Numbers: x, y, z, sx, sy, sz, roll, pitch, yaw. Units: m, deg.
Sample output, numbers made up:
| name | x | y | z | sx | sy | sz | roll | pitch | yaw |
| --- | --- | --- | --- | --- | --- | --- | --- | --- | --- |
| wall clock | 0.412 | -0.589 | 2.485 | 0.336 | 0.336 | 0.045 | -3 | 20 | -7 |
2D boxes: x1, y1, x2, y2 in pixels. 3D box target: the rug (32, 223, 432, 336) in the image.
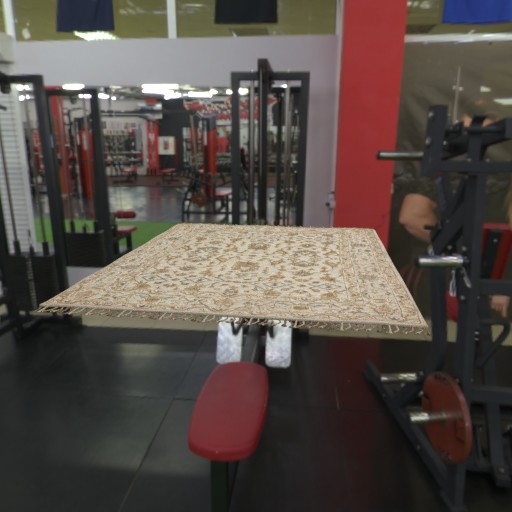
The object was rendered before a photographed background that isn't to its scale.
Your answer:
| name | x | y | z | sx | sy | sz | roll | pitch | yaw |
| --- | --- | --- | --- | --- | --- | --- | --- | --- | --- |
| rug | 0.000 | 0.000 | 4.062 | 2.426 | 0.034 | 3.061 | 2 | 15 | 8 |
